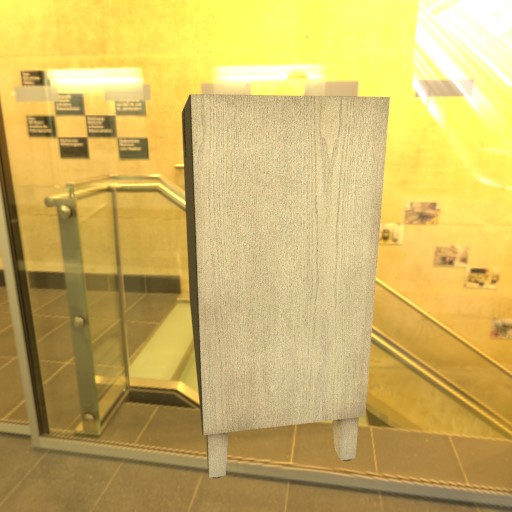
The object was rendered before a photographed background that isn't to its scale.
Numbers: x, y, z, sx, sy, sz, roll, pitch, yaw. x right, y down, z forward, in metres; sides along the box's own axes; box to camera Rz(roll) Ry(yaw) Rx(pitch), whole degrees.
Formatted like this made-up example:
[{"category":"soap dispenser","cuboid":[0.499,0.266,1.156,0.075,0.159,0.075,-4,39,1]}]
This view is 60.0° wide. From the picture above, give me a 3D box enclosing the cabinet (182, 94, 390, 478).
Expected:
[{"category":"cabinet","cuboid":[0.000,0.000,1.235,0.370,0.787,0.781,-3,16,-10]}]
